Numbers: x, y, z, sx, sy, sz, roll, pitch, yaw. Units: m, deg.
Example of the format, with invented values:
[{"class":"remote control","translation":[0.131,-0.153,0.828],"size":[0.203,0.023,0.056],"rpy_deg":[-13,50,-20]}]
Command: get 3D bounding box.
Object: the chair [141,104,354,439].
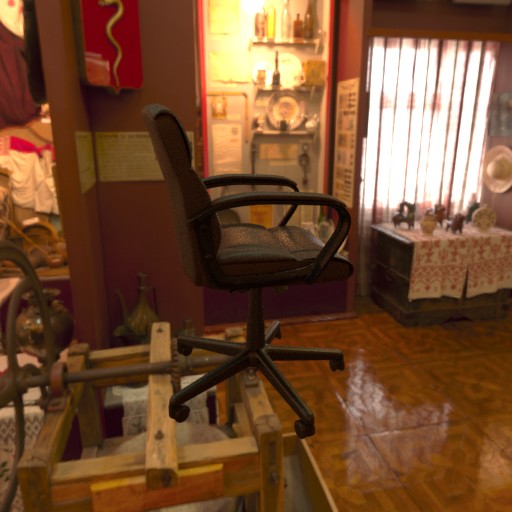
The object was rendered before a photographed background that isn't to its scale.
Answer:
[{"class":"chair","translation":[0.000,0.000,1.557],"size":[0.717,1.004,0.739],"rpy_deg":[-3,16,-10]}]
